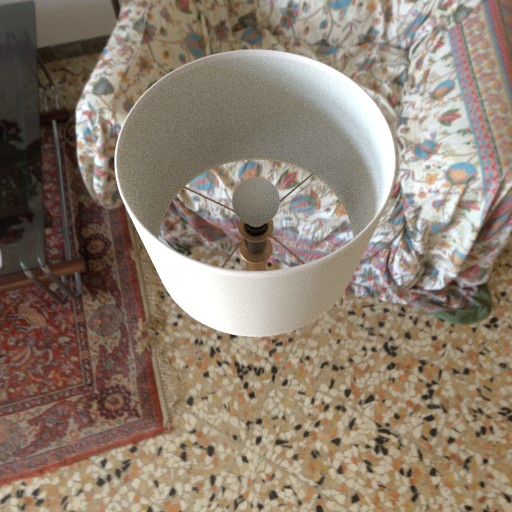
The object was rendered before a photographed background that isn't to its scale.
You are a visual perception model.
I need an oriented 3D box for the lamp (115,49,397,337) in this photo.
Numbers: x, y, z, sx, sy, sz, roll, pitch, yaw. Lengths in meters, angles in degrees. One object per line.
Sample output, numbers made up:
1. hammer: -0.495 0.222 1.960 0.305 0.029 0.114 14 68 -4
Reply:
1. lamp: 0.000 0.000 0.638 0.268 0.479 0.268 35 69 16
